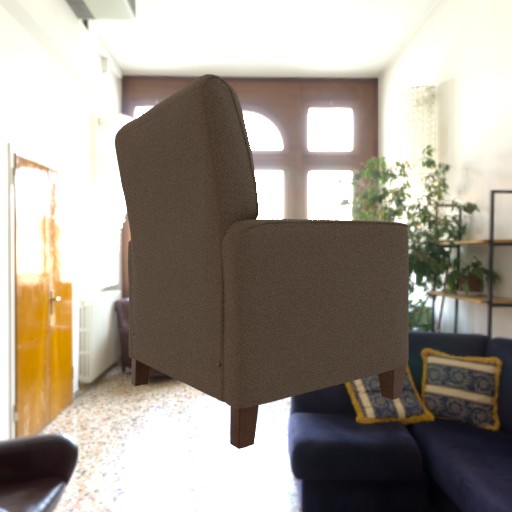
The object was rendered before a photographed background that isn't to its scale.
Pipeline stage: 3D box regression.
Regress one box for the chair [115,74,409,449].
[{"bbox_3d":[0.000,0.000,1.673,0.859,1.023,0.845,0,0,-37],"label":"chair"}]
